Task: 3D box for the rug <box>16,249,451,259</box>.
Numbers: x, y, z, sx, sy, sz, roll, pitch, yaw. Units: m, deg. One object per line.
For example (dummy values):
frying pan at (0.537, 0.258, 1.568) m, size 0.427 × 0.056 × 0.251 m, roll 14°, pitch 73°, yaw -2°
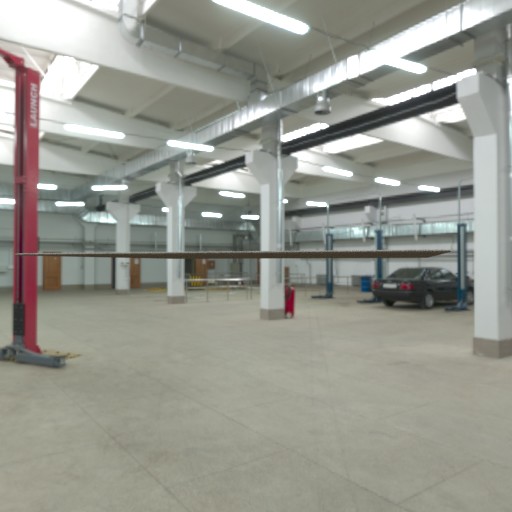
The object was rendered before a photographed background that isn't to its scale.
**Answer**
rug at (0.000, 0.000, 4.041) m, size 3.050 × 0.016 × 2.441 m, roll 0°, pitch -1°, yaw 18°
